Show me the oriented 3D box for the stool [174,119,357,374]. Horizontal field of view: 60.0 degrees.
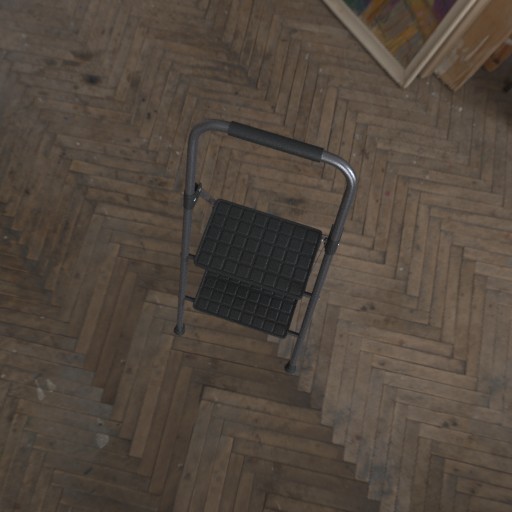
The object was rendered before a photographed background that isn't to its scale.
[{"bbox_3d":[0.000,0.000,1.179,0.450,0.872,0.514,18,77,4],"label":"stool"}]
